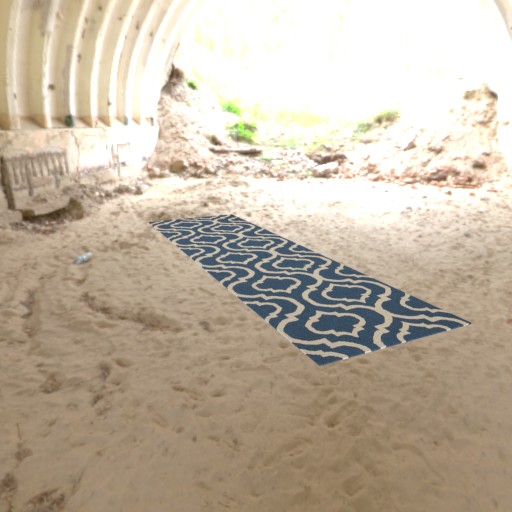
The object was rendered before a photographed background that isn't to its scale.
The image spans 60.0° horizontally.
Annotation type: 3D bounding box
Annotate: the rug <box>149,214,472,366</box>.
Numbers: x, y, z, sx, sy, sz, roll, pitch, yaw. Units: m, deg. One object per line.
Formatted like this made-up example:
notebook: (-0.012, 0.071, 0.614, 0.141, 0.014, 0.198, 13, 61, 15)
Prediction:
rug: (0.000, 0.000, 2.513, 0.685, 0.006, 2.296, -8, 19, -25)
